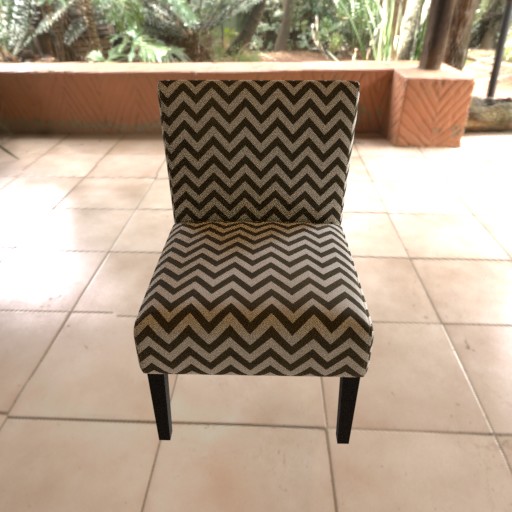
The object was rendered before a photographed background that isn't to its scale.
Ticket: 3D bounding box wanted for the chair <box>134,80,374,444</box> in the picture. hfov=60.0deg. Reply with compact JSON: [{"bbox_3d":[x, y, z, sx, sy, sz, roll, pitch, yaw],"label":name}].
[{"bbox_3d":[0.000,0.000,1.256,0.589,0.838,0.648,1,32,1],"label":"chair"}]
